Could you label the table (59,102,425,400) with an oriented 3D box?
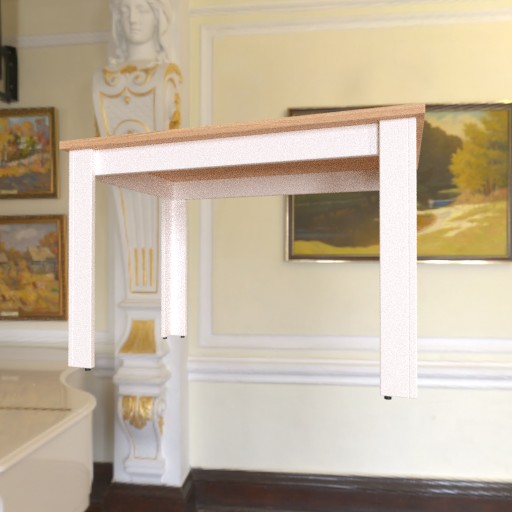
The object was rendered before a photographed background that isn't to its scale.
[{"bbox_3d":[0.000,0.000,1.577,1.100,0.734,0.700,0,-1,19],"label":"table"}]
